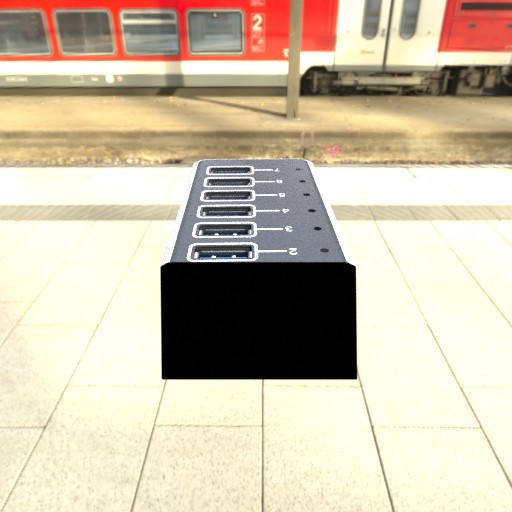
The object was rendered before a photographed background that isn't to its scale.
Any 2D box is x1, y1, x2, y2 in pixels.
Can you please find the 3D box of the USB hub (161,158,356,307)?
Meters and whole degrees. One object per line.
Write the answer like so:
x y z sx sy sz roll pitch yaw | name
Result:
0.000 0.000 0.126 0.044 0.023 0.110 -1 30 -1 | USB hub
